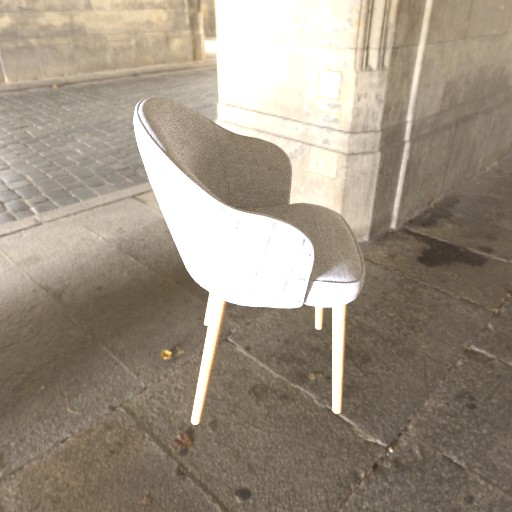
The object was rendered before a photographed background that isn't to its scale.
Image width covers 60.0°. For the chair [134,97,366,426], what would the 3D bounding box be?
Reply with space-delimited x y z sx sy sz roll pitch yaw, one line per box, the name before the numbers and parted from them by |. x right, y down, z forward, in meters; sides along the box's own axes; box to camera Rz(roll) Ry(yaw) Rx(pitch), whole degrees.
chair | 0.000 0.000 1.188 0.530 0.800 0.540 -1 30 -1
